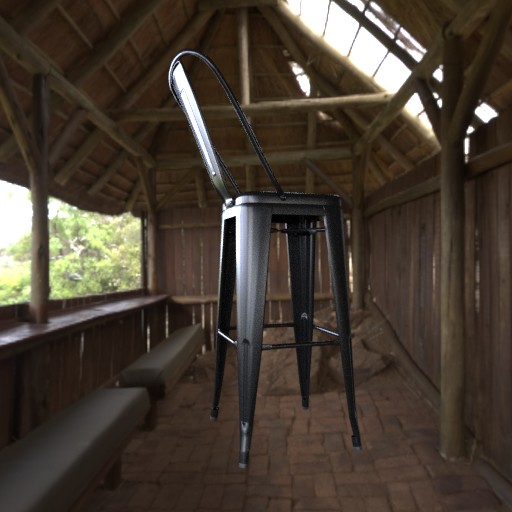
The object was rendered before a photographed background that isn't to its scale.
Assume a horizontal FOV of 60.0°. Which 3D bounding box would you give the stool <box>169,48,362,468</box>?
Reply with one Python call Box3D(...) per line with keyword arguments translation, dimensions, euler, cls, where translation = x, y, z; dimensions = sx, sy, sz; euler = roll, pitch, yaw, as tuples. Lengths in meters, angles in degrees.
Box3D(translation=(0.000, 0.000, 1.342), dimensions=(0.513, 1.096, 0.399), euler=(0, 0, -18), cls="stool")
